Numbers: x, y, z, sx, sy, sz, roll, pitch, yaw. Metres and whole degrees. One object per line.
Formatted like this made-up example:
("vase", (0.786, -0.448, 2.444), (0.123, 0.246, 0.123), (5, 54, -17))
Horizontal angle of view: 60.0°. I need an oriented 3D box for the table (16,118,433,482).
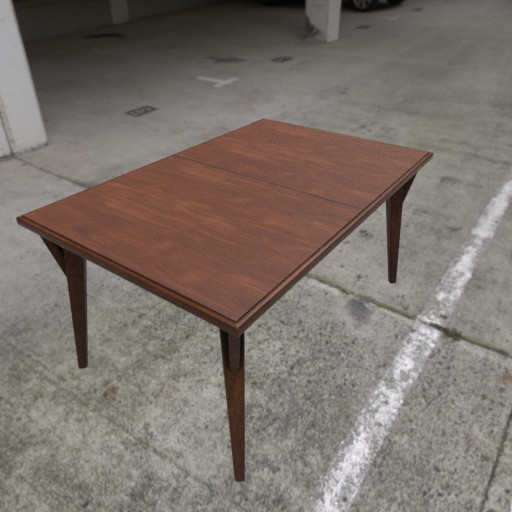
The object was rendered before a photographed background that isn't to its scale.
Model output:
("table", (0.000, 0.000, 2.041), (0.990, 0.761, 1.524), (21, 39, 29))
